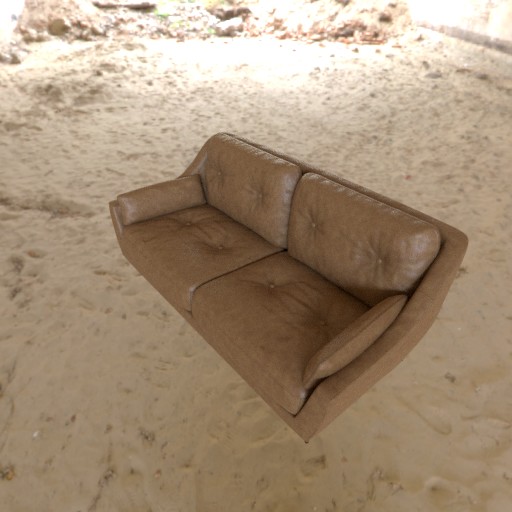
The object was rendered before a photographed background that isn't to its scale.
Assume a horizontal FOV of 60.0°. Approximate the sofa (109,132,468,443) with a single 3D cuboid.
[{"bbox_3d":[0.000,0.000,2.375,0.904,0.839,1.902,-23,40,-31],"label":"sofa"}]
